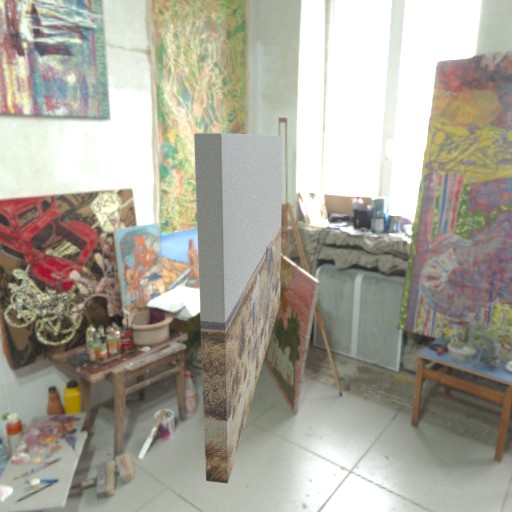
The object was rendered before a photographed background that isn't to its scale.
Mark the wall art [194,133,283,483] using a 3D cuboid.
[{"bbox_3d":[0.000,0.000,1.448,0.051,0.761,1.138,2,15,9],"label":"wall art"}]
